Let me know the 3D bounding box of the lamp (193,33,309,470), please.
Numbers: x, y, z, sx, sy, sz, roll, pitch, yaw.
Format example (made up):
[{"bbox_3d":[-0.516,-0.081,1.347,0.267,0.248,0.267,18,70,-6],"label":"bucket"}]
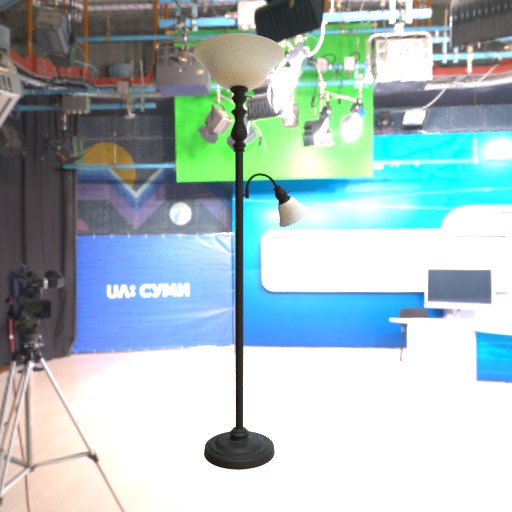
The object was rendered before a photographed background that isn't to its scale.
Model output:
[{"bbox_3d":[0.000,0.000,2.044,0.588,1.793,0.405,-1,1,-35],"label":"lamp"}]
